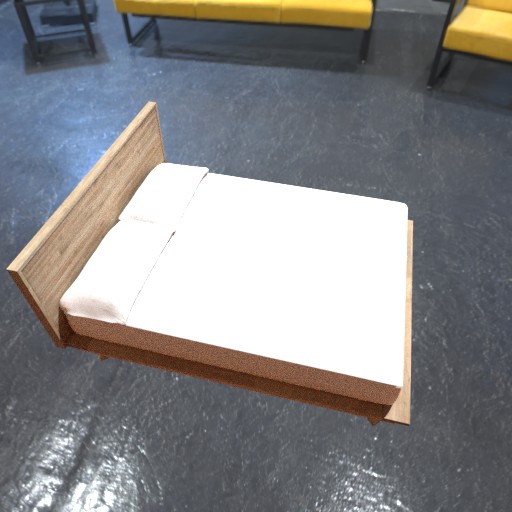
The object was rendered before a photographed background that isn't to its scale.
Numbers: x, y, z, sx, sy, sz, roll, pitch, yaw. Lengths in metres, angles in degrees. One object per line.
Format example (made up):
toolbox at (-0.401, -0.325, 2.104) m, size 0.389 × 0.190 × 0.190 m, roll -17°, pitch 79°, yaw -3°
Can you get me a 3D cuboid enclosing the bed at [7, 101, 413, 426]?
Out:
bed at (0.000, 0.000, 3.008) m, size 2.145 × 1.071 × 1.759 m, roll 10°, pitch 48°, yaw 10°
